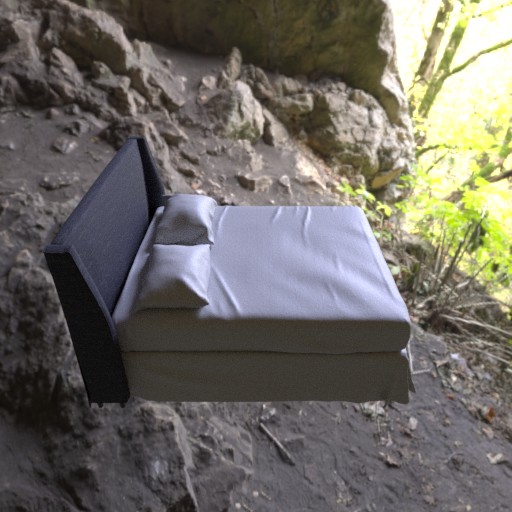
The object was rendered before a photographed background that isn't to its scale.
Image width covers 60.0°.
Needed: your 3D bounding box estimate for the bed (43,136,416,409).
[{"bbox_3d":[0.000,0.000,3.476,2.276,1.332,1.925,0,33,0],"label":"bed"}]
